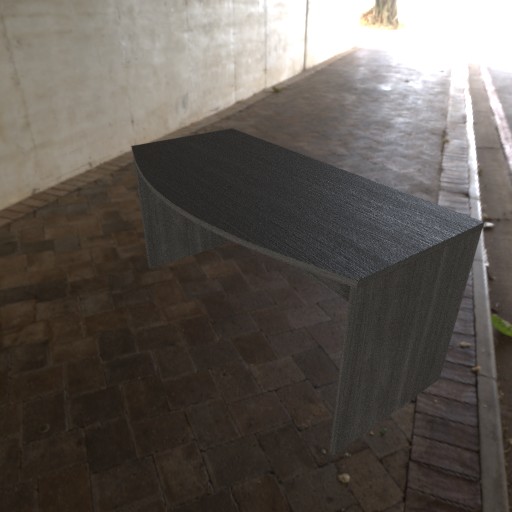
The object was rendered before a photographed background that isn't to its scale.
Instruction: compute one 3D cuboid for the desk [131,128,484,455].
[{"bbox_3d":[0.000,0.000,2.084,0.802,0.750,1.600,-20,36,-30],"label":"desk"}]
